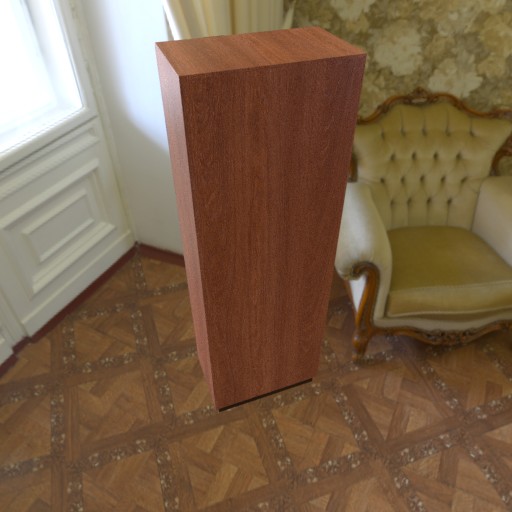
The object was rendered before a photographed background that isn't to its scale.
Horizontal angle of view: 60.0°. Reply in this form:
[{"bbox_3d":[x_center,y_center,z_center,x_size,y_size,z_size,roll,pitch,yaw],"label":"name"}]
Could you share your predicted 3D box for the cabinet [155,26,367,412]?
[{"bbox_3d":[0.000,0.000,2.232,0.660,1.980,0.420,-14,43,-15],"label":"cabinet"}]
